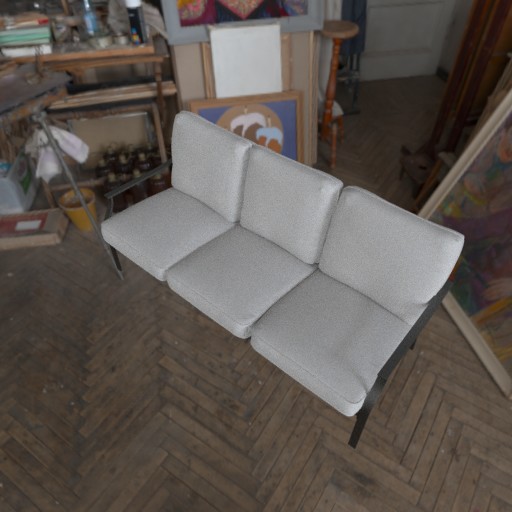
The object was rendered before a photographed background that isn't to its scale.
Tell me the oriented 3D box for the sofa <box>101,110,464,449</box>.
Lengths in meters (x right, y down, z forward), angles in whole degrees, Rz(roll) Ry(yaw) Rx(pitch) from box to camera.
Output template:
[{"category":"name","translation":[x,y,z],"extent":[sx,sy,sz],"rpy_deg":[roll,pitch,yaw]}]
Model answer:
[{"category":"sofa","translation":[0.000,0.000,2.286],"extent":[1.740,0.860,0.787],"rpy_deg":[31,53,27]}]
